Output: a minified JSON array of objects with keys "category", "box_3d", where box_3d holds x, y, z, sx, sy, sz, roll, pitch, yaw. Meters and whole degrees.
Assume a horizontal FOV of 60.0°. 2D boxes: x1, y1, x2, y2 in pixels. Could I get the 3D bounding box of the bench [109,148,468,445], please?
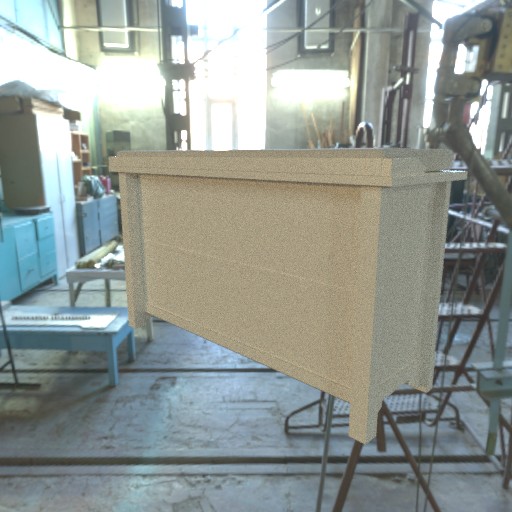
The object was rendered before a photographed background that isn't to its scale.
[{"category":"bench","box_3d":[0.000,0.000,1.262,0.987,0.589,0.346,12,18,43]}]
